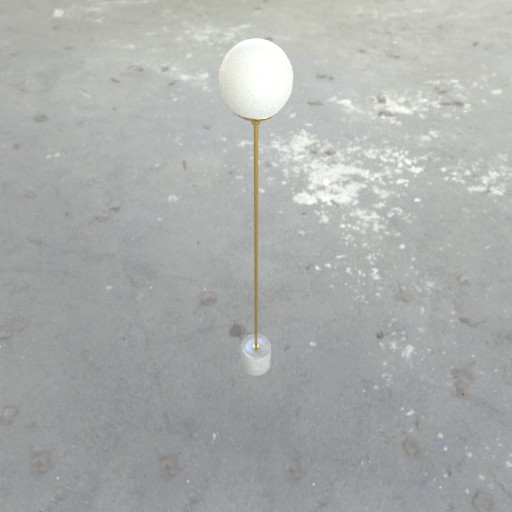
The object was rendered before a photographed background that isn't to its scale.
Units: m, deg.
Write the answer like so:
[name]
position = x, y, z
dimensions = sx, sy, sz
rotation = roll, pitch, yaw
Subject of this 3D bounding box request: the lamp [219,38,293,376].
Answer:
[lamp]
position = 0.000, 0.000, 1.884
dimensions = 0.224, 1.753, 0.224
rotation = -16, 48, -14
